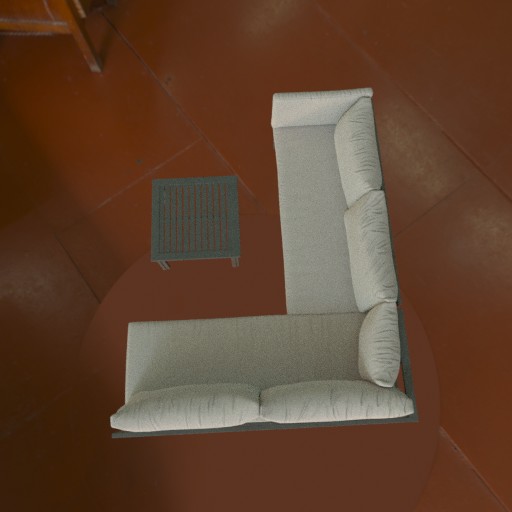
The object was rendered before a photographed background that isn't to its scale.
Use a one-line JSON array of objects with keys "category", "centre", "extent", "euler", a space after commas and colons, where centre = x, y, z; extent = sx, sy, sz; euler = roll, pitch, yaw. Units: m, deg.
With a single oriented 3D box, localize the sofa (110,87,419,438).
[{"category": "sofa", "centre": [0.000, 0.000, 2.918], "extent": [1.658, 0.758, 2.096], "euler": [-3, 74, -1]}]
